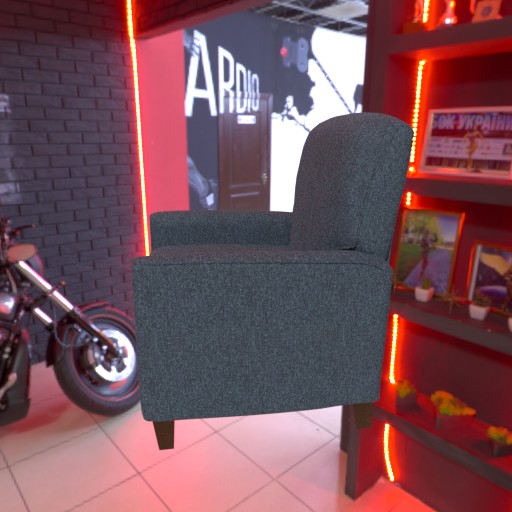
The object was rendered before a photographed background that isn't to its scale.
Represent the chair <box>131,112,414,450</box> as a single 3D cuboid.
[{"bbox_3d":[0.000,0.000,1.646,0.850,1.016,0.839,-2,15,-9],"label":"chair"}]
